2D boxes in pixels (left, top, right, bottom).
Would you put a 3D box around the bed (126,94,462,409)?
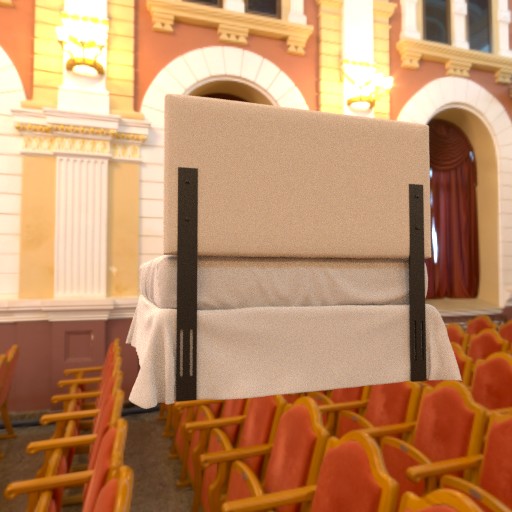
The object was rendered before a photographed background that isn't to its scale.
[{"bbox_3d":[0.000,0.000,3.450,1.936,1.577,2.222,1,-3,-17],"label":"bed"}]
